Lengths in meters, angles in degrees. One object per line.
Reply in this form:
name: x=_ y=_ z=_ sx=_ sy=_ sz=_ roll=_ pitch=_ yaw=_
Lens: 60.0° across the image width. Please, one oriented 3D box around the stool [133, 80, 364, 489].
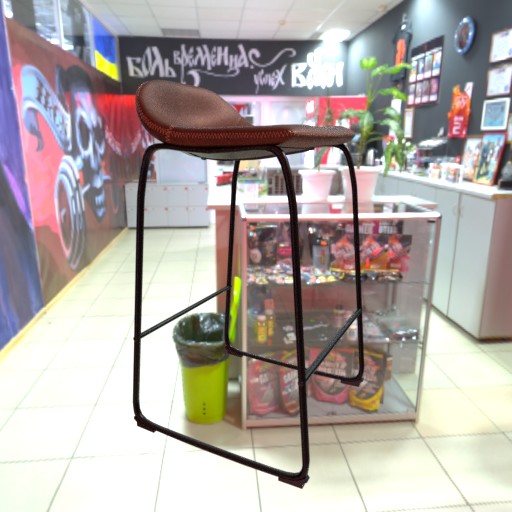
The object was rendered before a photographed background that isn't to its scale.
stool: x=0.000 y=0.000 z=1.098 sx=0.473 sy=0.830 sz=0.454 roll=8 pitch=17 yaw=27
